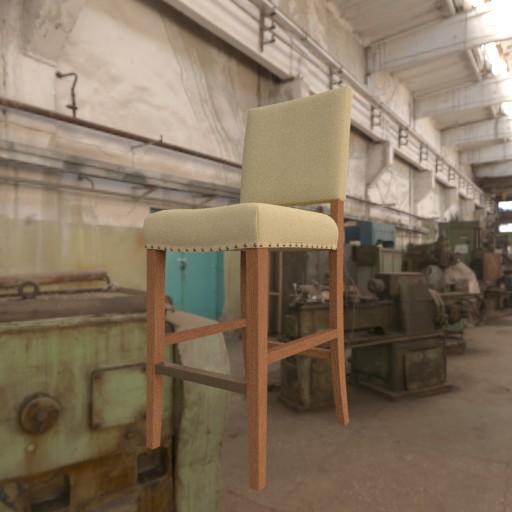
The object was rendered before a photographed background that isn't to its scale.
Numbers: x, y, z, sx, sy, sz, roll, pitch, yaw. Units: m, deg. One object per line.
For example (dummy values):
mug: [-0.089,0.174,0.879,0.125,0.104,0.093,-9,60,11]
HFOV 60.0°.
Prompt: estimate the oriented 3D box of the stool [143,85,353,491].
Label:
stool: [0.000,0.000,1.451,0.445,1.168,0.584,0,0,36]
